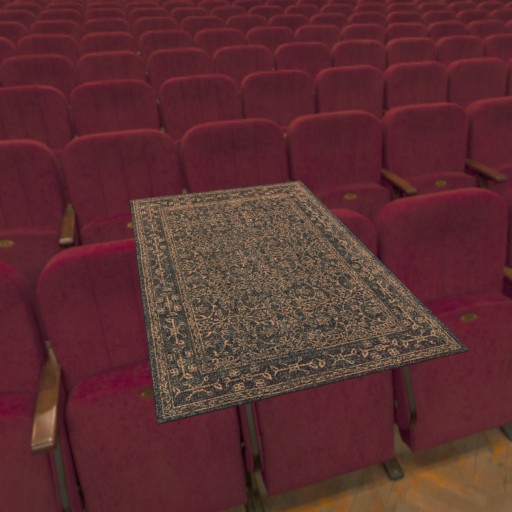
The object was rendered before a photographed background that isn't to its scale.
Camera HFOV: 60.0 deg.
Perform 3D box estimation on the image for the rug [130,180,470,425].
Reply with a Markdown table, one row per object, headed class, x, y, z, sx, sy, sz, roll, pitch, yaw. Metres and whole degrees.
| class | x | y | z | sx | sy | sz | roll | pitch | yaw |
| --- | --- | --- | --- | --- | --- | --- | --- | --- | --- |
| rug | 0.000 | 0.000 | 2.321 | 1.200 | 0.005 | 1.819 | -9 | 33 | -14 |
